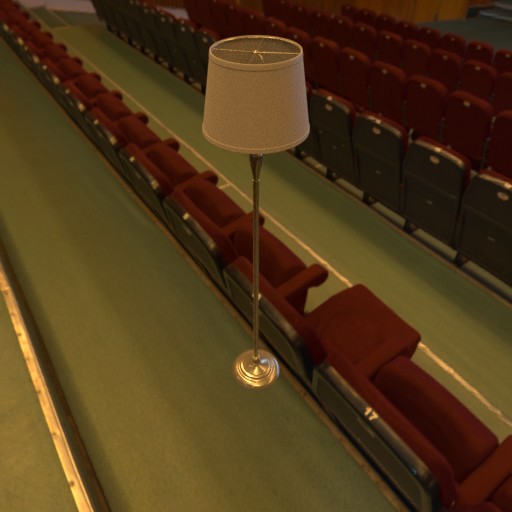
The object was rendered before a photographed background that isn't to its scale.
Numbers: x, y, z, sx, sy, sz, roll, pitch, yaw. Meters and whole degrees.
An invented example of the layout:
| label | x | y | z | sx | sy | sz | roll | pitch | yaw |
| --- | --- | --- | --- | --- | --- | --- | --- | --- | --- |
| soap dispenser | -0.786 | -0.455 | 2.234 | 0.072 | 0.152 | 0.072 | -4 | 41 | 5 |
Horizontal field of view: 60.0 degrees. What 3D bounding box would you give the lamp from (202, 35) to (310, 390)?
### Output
| label | x | y | z | sx | sy | sz | roll | pitch | yaw |
| --- | --- | --- | --- | --- | --- | --- | --- | --- | --- |
| lamp | 0.000 | 0.000 | 1.705 | 0.327 | 1.506 | 0.327 | -25 | 47 | -25 |
